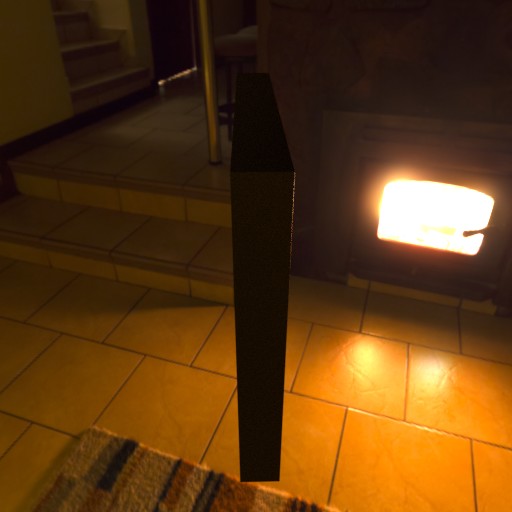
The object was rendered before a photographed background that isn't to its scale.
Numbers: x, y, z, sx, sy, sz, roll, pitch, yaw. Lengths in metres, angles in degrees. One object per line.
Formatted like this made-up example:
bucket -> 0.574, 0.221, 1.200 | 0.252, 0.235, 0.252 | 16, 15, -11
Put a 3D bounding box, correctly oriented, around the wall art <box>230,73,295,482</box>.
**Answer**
wall art -> 0.000, 0.000, 0.458 | 0.037, 0.303, 0.304 | -1, 32, -1
